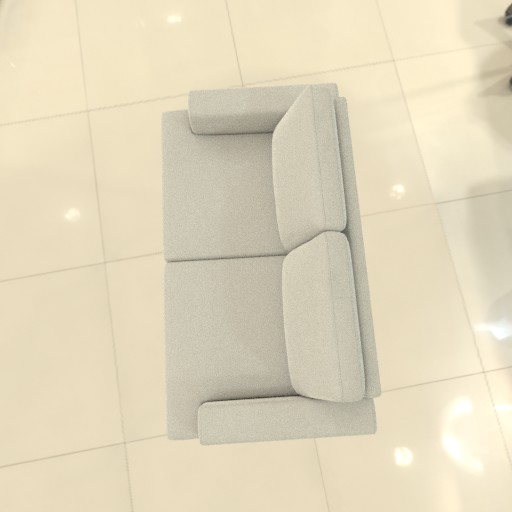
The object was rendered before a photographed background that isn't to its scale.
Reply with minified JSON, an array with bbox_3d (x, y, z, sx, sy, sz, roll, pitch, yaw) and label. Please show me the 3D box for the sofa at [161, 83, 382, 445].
[{"bbox_3d":[0.000,0.000,2.159,0.920,0.810,1.650,-3,77,-1],"label":"sofa"}]
